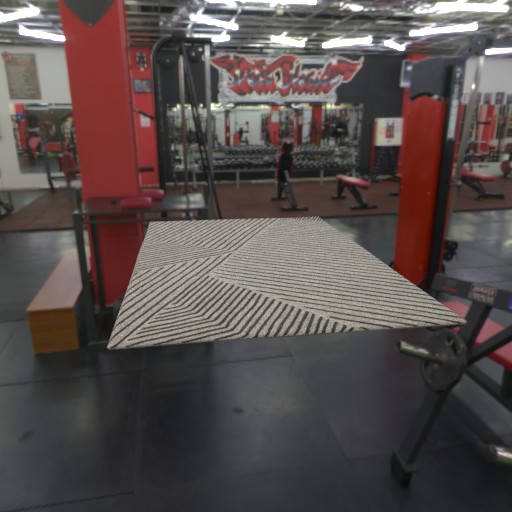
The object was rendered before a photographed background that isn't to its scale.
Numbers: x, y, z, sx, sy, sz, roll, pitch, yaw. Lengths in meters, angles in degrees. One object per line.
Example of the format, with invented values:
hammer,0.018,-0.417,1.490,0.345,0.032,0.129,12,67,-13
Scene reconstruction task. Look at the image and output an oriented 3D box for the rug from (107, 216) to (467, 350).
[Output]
rug,0.000,0.000,2.349,1.237,0.019,1.842,-3,17,-8
